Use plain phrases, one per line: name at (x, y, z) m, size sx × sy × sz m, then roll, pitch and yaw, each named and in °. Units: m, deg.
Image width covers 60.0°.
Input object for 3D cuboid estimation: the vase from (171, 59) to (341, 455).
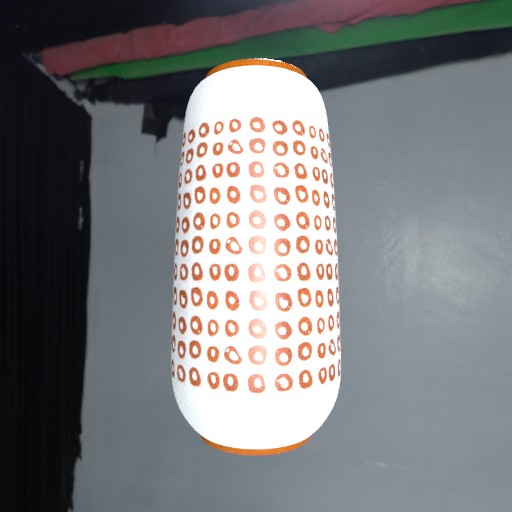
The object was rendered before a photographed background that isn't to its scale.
vase at (0.000, 0.000, 0.355) m, size 0.133 × 0.282 × 0.133 m, roll 0°, pitch -1°, yaw 0°
